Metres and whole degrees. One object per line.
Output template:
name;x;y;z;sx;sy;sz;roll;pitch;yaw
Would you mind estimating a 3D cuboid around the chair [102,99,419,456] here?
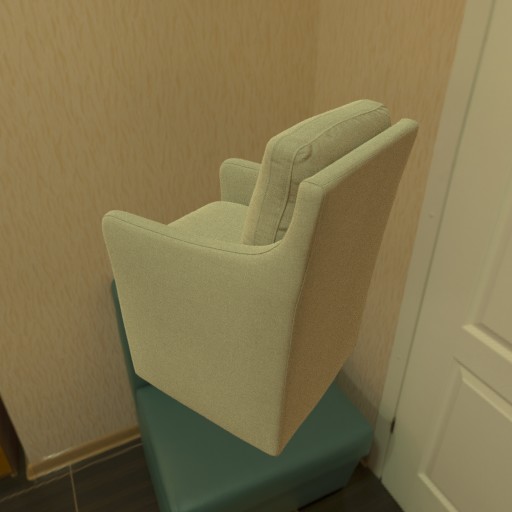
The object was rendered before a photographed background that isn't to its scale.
chair;0.000;0.000;1.374;0.694;0.914;0.626;19;36;29
